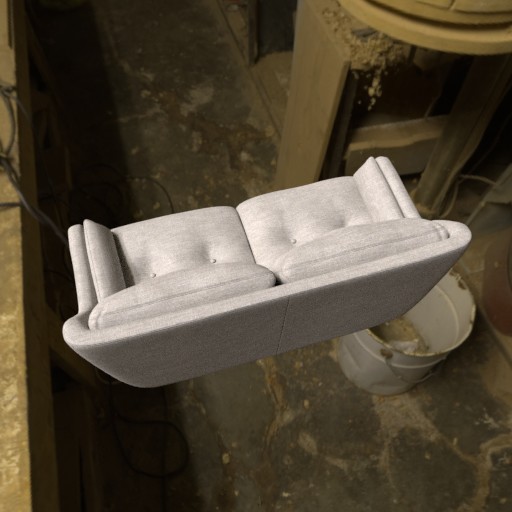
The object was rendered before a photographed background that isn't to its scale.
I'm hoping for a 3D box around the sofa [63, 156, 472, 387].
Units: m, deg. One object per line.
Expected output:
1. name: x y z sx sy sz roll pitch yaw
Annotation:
1. sofa: 0.000 0.000 2.458 1.930 0.897 0.976 -14 59 -8
